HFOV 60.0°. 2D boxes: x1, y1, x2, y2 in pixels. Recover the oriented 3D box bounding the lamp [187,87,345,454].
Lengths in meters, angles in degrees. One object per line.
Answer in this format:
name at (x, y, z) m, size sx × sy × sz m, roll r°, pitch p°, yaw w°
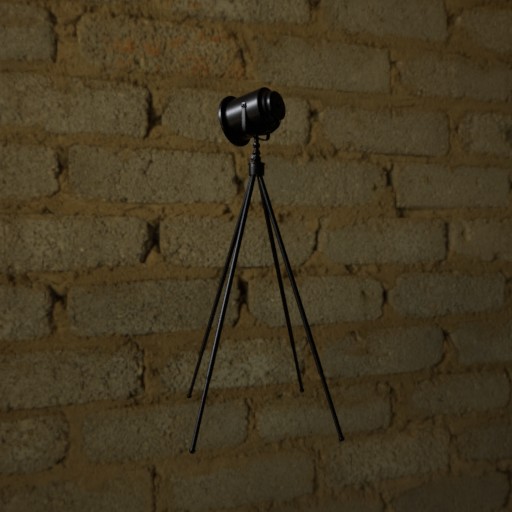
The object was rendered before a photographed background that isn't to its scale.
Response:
lamp at (0.000, 0.000, 2.037) m, size 0.884 × 1.504 × 0.879 m, roll 1°, pitch 2°, yaw 36°
